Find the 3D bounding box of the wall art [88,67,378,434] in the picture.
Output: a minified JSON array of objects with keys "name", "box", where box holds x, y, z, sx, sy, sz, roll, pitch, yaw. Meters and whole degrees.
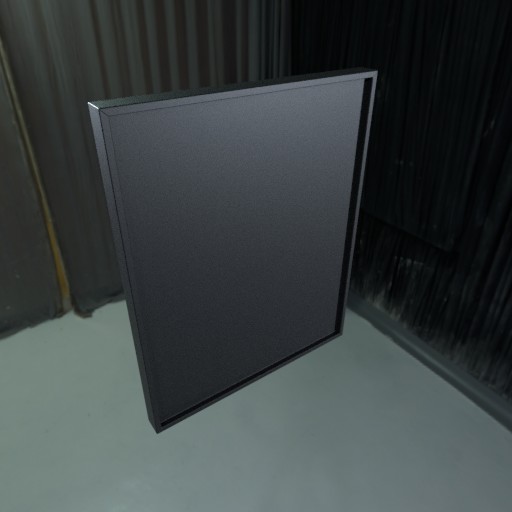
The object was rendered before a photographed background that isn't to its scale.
[{"name":"wall art","box":[0.000,0.000,0.754,0.449,0.555,0.039,-20,37,-29]}]
